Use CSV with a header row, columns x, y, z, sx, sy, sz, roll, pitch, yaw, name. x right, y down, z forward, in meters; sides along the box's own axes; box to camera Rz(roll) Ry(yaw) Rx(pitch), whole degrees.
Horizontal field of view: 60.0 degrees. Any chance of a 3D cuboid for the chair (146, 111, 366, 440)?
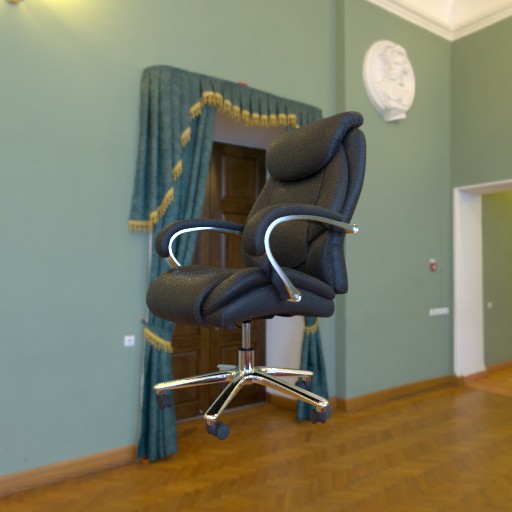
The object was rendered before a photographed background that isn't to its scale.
x,y,z,sx,sy,sz,roll,pitch,yaw,name
0.000,0.000,1.770,0.790,1.183,0.755,1,-1,-36,chair
